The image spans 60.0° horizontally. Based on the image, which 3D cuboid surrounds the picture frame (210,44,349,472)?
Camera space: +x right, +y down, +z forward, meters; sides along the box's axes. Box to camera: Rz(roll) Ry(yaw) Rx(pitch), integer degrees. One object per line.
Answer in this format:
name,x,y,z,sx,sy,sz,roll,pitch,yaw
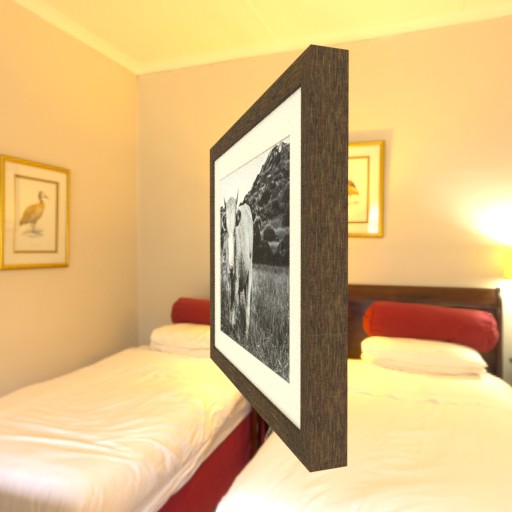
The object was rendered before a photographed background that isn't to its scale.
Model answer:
picture frame,0.000,0.000,0.527,0.033,0.330,0.378,0,1,-18
